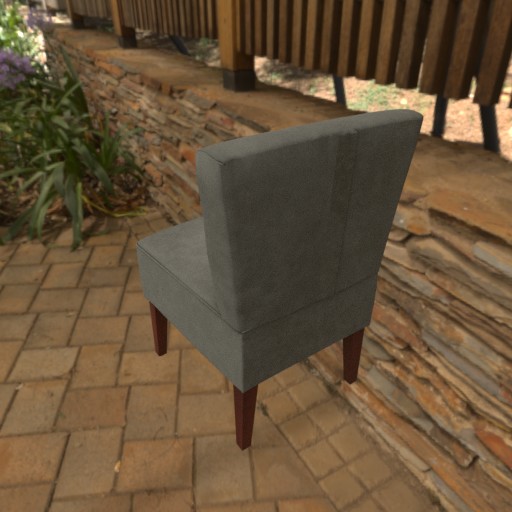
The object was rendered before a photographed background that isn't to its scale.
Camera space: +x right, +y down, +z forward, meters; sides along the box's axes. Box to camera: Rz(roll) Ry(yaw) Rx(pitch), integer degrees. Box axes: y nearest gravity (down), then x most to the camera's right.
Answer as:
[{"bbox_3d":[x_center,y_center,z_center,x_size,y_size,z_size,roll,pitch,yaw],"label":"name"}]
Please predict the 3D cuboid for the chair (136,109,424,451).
[{"bbox_3d":[0.000,0.000,1.199,0.521,0.806,0.554,-20,36,-30],"label":"chair"}]
